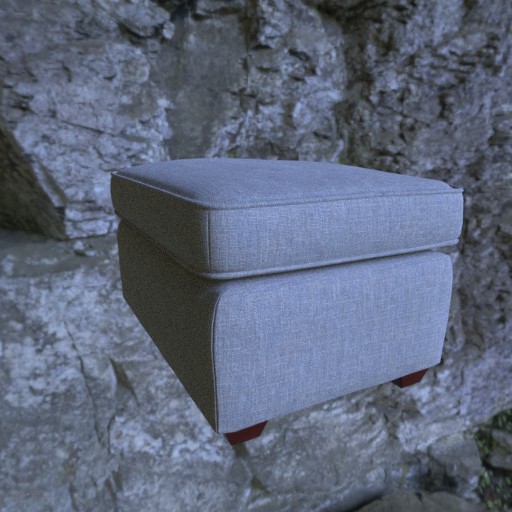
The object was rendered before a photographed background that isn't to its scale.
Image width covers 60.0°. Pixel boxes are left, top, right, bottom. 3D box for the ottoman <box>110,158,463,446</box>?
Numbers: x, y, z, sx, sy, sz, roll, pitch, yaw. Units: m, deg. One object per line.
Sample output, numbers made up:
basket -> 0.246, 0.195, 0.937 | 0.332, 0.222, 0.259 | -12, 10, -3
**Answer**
ottoman -> 0.000, 0.000, 1.084 | 0.559, 0.457, 0.762 | -8, 17, -27
